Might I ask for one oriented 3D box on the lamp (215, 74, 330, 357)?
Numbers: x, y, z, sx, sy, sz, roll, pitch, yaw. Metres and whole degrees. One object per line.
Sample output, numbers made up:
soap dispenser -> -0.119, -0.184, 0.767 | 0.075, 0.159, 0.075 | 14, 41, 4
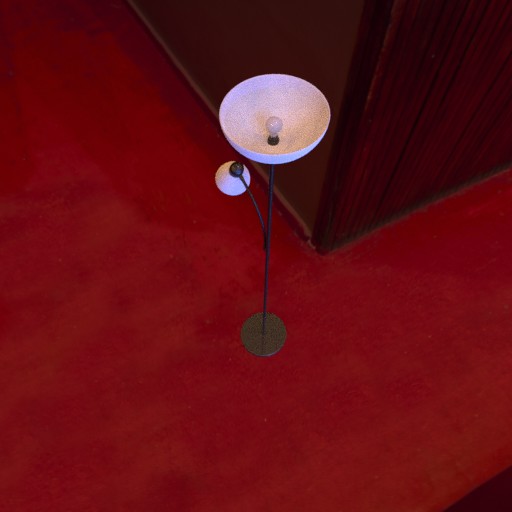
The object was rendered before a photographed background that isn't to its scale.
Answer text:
lamp -> 0.000, 0.000, 1.914 | 0.279, 1.804, 0.442 | -29, 66, -14
